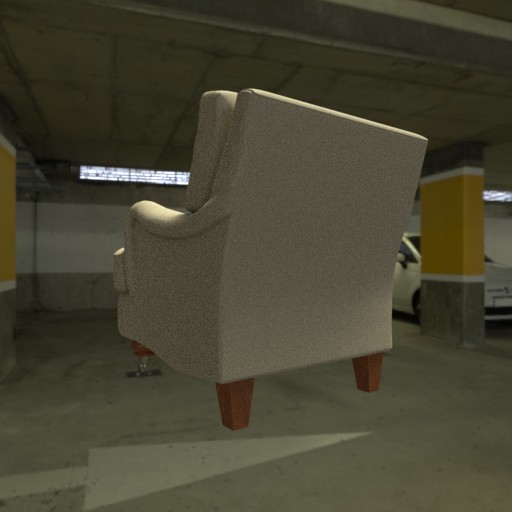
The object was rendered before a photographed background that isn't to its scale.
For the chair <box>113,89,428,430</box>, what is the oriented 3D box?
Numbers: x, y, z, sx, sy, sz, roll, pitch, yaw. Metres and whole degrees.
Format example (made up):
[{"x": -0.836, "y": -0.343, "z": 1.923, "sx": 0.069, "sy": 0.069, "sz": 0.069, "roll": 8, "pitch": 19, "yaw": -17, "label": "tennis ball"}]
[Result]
[{"x": 0.000, "y": 0.000, "z": 1.852, "sx": 0.895, "sy": 1.076, "sz": 1.078, "roll": 0, "pitch": 0, "yaw": -37, "label": "chair"}]
